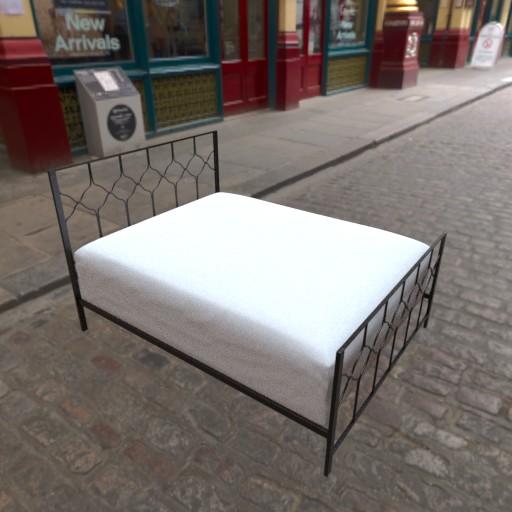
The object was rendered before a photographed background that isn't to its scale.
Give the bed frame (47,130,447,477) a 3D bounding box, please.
[{"bbox_3d":[0.000,0.000,3.068,2.063,1.222,1.597,18,32,32],"label":"bed frame"}]
